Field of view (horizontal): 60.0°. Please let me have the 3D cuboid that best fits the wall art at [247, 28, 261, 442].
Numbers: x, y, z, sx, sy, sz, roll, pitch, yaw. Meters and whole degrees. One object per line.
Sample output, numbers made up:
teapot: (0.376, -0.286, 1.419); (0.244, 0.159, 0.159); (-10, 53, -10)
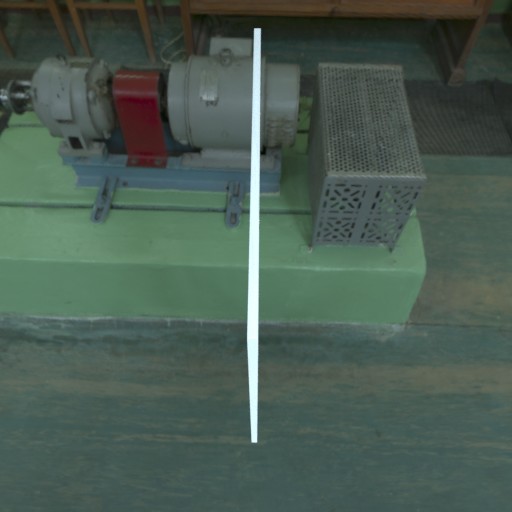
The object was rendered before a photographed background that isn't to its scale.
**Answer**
wall art: (0.000, 0.000, 0.871); (0.013, 0.584, 0.584); (1, 57, 0)
